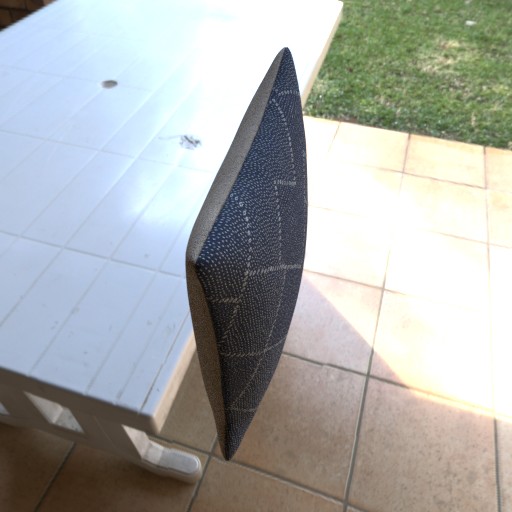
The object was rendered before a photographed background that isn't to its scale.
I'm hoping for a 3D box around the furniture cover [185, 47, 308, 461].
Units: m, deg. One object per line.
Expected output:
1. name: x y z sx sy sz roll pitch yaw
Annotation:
1. furniture cover: 0.000 0.000 0.751 0.162 0.503 0.511 9 48 8
